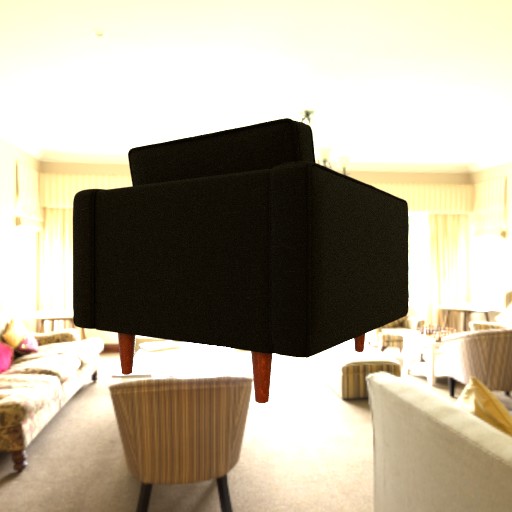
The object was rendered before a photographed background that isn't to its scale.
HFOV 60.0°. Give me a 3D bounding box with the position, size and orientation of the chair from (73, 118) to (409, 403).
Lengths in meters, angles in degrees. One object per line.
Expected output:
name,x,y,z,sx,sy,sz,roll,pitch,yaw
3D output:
chair,0.000,0.000,1.619,0.899,0.770,0.920,0,0,33
